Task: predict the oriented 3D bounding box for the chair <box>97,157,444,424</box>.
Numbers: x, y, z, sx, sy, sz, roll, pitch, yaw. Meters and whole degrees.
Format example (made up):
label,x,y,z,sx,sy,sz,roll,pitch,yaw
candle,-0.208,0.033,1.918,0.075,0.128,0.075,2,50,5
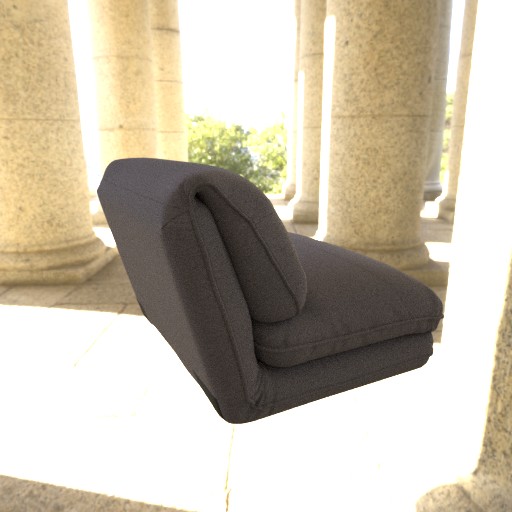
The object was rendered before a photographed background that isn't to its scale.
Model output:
label,x,y,z,sx,sy,sz,roll,pitch,yaw
chair,0.000,0.000,1.343,0.780,0.580,0.820,-8,16,-27
